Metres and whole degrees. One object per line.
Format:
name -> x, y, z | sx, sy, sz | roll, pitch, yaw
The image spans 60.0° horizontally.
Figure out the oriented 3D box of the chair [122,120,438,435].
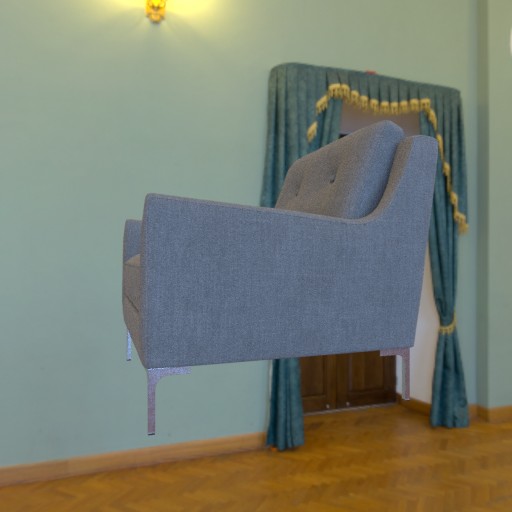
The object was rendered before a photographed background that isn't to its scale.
chair -> 0.000, 0.000, 1.530 | 0.849, 0.828, 0.847 | 0, 0, -20
